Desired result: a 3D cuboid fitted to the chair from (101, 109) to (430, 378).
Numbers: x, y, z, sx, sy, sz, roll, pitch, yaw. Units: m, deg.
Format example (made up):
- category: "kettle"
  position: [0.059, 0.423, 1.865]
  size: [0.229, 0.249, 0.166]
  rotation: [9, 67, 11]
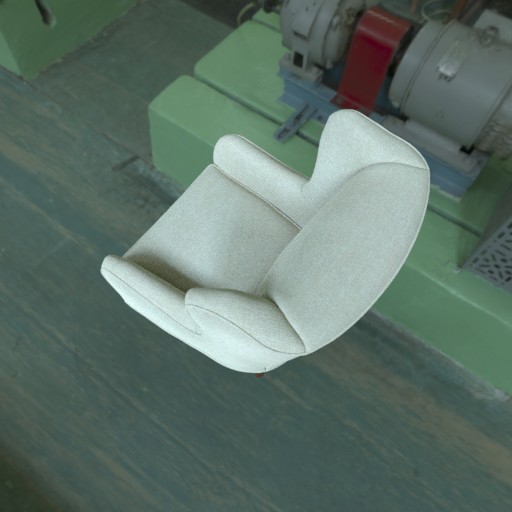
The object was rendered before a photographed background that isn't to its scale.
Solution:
- category: "chair"
  position: [0.000, 0.000, 1.761]
  size: [0.966, 1.040, 0.838]
  rotation: [32, 68, 15]
